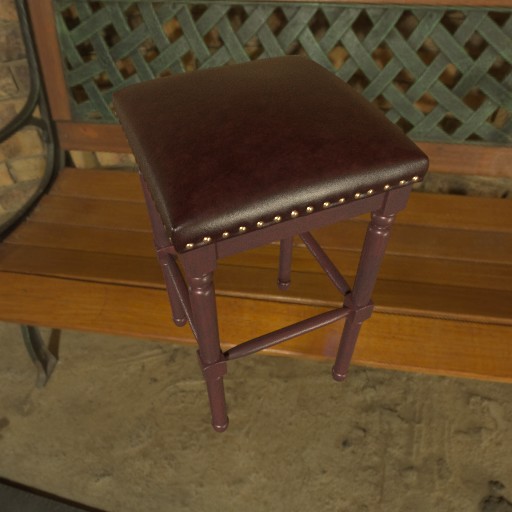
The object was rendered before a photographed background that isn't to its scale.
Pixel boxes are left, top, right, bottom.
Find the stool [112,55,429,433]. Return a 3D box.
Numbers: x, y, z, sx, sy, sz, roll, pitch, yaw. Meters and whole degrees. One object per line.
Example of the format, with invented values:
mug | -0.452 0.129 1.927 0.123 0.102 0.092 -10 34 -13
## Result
stool | 0.000 0.000 0.910 0.382 0.702 0.383 -18 49 -16
